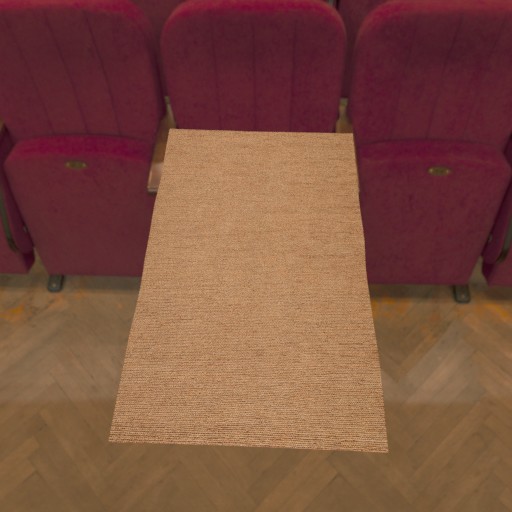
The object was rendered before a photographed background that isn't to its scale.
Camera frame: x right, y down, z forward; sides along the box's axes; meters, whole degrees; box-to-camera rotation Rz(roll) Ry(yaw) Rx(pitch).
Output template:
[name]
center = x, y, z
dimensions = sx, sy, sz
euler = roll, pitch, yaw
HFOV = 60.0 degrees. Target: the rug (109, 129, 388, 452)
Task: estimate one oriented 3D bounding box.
[rug]
center = 0.000, 0.000, 3.048
dimensions = 1.533, 0.011, 2.439
euler = 2, 58, 1
